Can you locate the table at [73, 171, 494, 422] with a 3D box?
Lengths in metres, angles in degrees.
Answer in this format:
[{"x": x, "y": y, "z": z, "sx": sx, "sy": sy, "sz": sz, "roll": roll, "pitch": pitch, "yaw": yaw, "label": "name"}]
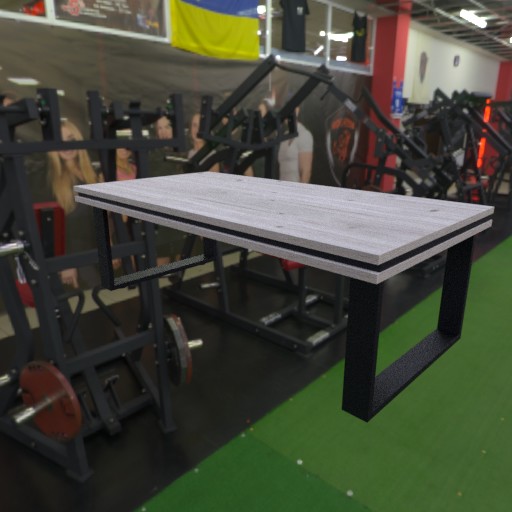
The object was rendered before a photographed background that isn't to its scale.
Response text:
[{"x": 0.000, "y": 0.000, "z": 1.629, "sx": 1.350, "sy": 0.450, "sz": 0.700, "roll": 16, "pitch": 23, "yaw": 42, "label": "table"}]
